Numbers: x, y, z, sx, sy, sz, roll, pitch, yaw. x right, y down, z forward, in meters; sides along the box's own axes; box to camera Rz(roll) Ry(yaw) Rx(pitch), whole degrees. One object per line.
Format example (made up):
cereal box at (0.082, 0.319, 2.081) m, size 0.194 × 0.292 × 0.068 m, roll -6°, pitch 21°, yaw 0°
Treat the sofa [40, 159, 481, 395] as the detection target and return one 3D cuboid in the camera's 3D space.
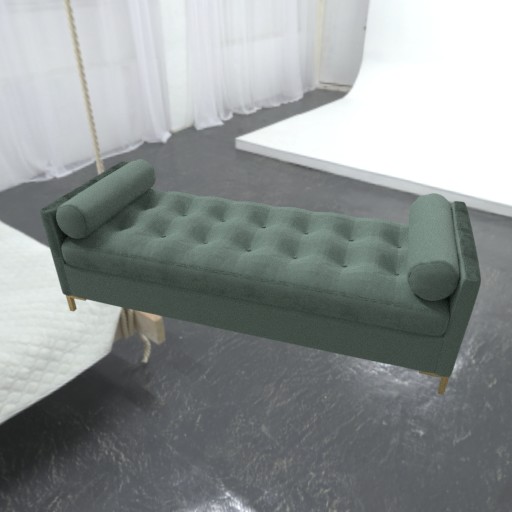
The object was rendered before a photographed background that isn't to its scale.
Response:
sofa at (0.000, 0.000, 2.440) m, size 2.102 × 0.705 × 0.796 m, roll 9°, pitch 33°, yaw 15°
